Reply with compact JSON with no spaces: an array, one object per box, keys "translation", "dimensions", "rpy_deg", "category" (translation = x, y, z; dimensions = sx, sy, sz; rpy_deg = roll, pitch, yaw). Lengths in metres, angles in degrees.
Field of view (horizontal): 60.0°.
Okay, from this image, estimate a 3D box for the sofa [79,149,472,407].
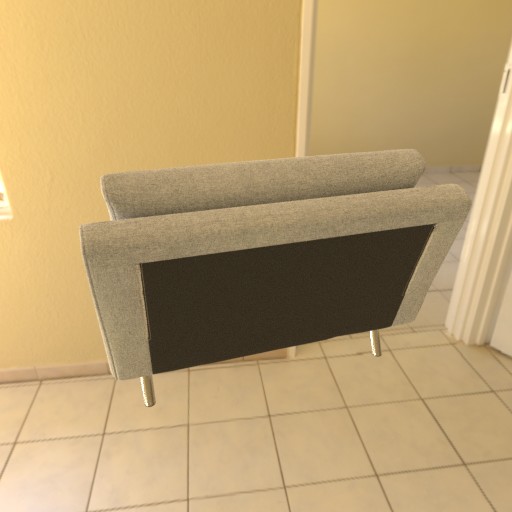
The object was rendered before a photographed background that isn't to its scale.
[{"translation":[0.000,0.000,1.813],"dimensions":[1.220,0.910,0.910],"rpy_deg":[-8,28,-15],"category":"sofa"}]
